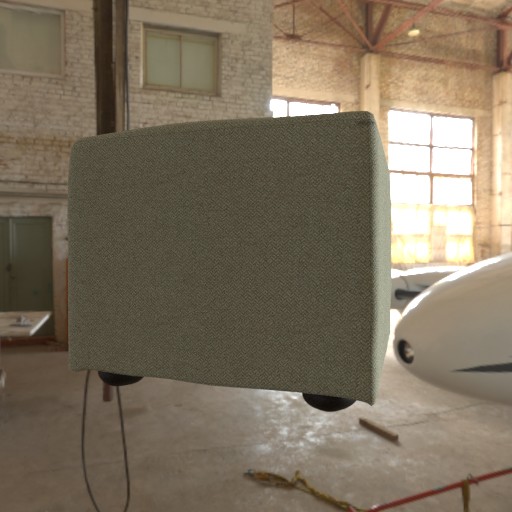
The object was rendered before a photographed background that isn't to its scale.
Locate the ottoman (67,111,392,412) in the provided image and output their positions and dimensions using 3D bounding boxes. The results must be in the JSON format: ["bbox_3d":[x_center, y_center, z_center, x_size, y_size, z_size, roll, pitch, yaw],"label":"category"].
[{"bbox_3d":[0.000,0.000,0.900,0.512,0.453,0.521,0,1,19],"label":"ottoman"}]
